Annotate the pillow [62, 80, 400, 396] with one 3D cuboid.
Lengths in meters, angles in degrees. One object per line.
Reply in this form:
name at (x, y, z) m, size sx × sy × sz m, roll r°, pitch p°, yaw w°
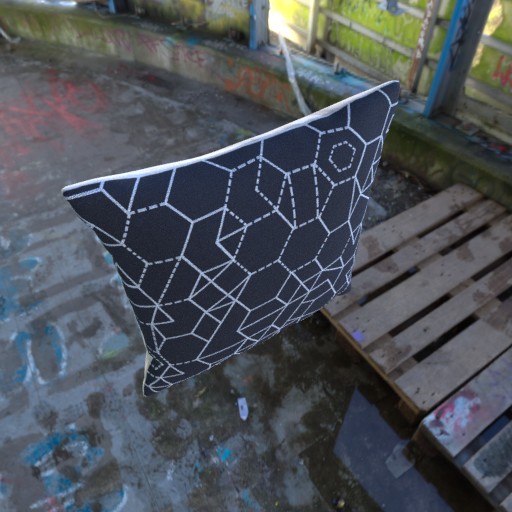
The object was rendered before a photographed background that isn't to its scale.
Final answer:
pillow at (0.000, 0.000, 0.773) m, size 0.517 × 0.508 × 0.158 m, roll -25°, pitch 52°, yaw -21°
